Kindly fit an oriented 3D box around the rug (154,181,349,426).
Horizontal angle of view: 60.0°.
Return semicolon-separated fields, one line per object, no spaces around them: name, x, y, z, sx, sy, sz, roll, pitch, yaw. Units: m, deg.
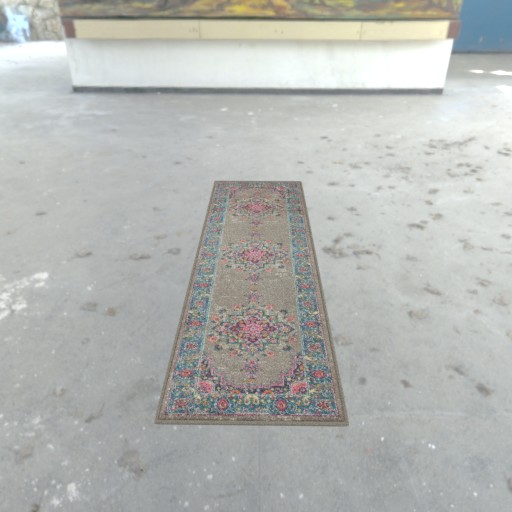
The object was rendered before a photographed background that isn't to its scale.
rug;0.000;0.000;2.025;0.553;0.012;1.827;0;31;1
